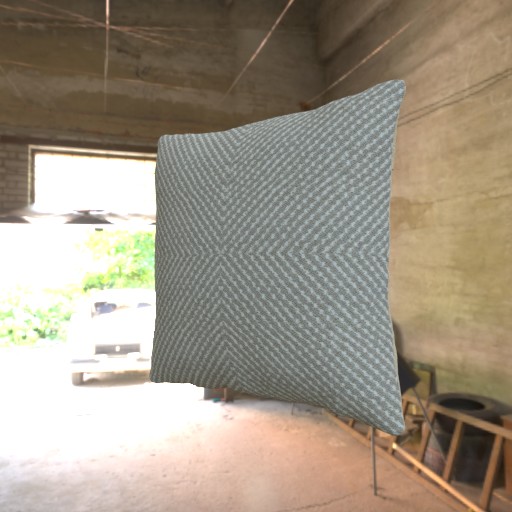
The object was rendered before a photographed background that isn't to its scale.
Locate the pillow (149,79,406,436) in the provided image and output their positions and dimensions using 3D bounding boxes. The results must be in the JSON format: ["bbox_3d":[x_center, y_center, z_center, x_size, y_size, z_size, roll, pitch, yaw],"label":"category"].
[{"bbox_3d":[0.000,0.000,0.692,0.459,0.458,0.181,-1,-2,35],"label":"pillow"}]
